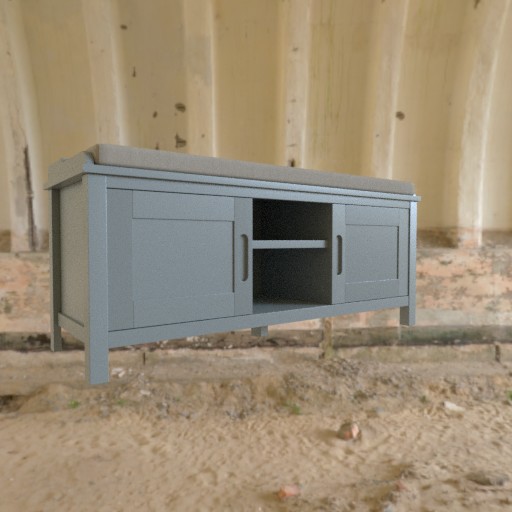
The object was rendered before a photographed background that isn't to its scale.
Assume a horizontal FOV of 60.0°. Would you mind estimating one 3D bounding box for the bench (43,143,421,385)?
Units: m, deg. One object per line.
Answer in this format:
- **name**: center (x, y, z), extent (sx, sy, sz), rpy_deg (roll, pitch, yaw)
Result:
- **bench**: center (0.000, 0.000, 1.386), extent (1.140, 0.501, 0.398), rpy_deg (-1, 3, -36)
